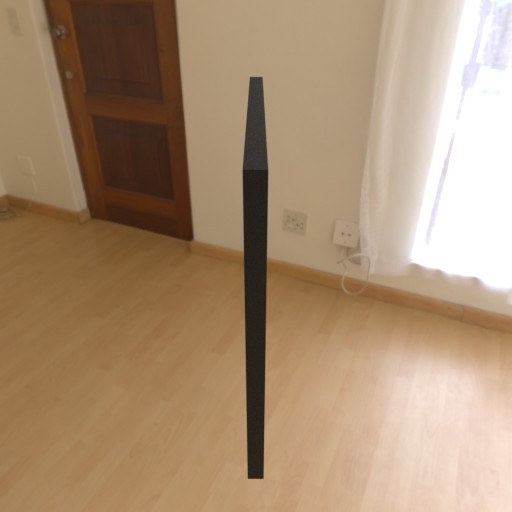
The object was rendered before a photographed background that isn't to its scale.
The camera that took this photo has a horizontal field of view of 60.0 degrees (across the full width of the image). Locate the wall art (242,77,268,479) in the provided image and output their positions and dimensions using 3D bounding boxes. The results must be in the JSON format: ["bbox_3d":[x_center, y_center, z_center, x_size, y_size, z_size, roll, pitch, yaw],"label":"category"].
[{"bbox_3d":[0.000,0.000,0.468,0.015,0.304,0.306,0,31,0],"label":"wall art"}]
